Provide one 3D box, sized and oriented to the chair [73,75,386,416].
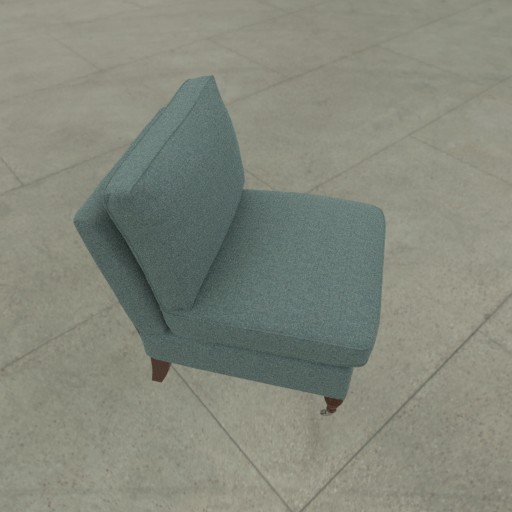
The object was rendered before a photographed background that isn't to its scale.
[{"bbox_3d":[0.000,0.000,1.440,0.796,0.901,0.624,10,47,10],"label":"chair"}]
